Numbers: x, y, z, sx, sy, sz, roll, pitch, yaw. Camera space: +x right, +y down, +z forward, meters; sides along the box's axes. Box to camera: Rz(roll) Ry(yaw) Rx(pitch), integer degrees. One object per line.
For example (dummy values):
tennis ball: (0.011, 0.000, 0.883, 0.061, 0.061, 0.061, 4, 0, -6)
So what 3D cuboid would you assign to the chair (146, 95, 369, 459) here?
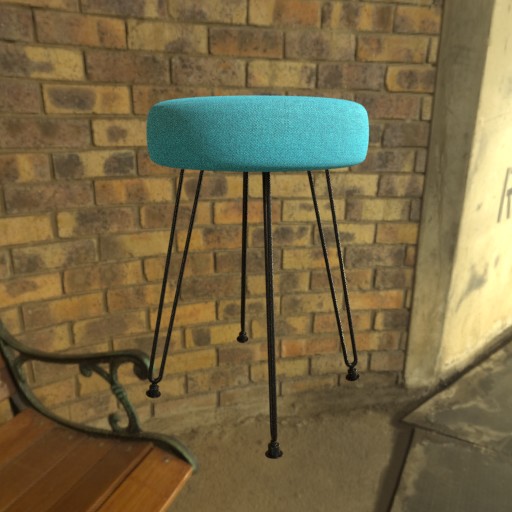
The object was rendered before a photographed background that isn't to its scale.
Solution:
chair: (0.000, 0.000, 0.662, 0.350, 0.440, 0.350, -2, 16, -8)
